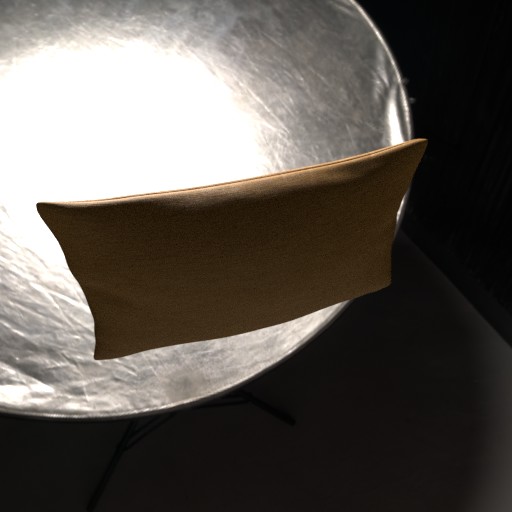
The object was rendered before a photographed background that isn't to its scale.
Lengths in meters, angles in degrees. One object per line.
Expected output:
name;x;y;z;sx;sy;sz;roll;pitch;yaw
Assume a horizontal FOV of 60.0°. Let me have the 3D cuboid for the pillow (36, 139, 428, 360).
pillow;0.000;0.000;0.787;0.634;0.354;0.210;-13;42;-14
